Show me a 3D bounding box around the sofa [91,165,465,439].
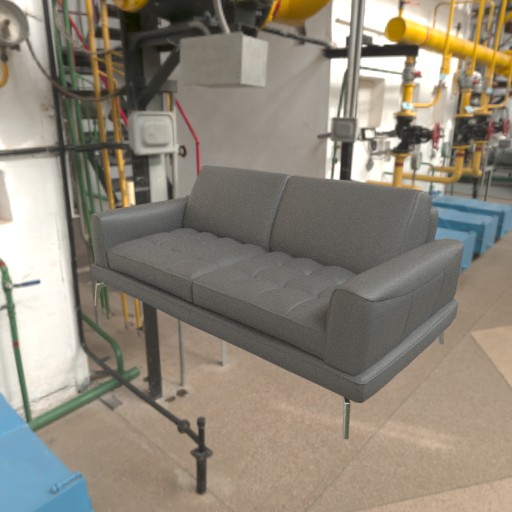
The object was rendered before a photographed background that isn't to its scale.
[{"bbox_3d":[0.000,0.000,2.731,2.177,0.930,1.121,16,24,40],"label":"sofa"}]
